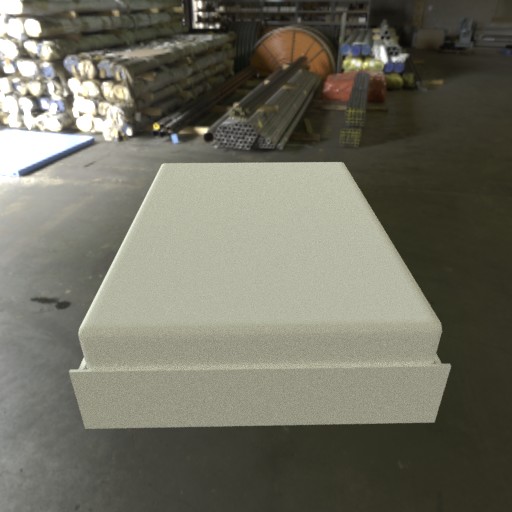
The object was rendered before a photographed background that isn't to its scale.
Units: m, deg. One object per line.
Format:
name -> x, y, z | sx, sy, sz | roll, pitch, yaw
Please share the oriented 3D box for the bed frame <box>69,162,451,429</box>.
bed frame -> 0.000, 0.000, 2.551 | 1.445, 0.497, 1.945 | -1, 30, -1
